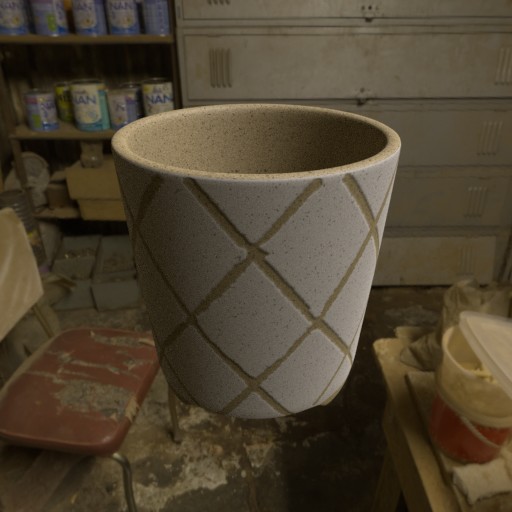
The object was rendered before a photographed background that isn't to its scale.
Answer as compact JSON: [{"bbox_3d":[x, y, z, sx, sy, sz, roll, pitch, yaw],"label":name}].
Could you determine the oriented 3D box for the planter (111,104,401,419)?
[{"bbox_3d":[0.000,0.000,0.418,0.228,0.235,0.228,0,30,0],"label":"planter"}]
